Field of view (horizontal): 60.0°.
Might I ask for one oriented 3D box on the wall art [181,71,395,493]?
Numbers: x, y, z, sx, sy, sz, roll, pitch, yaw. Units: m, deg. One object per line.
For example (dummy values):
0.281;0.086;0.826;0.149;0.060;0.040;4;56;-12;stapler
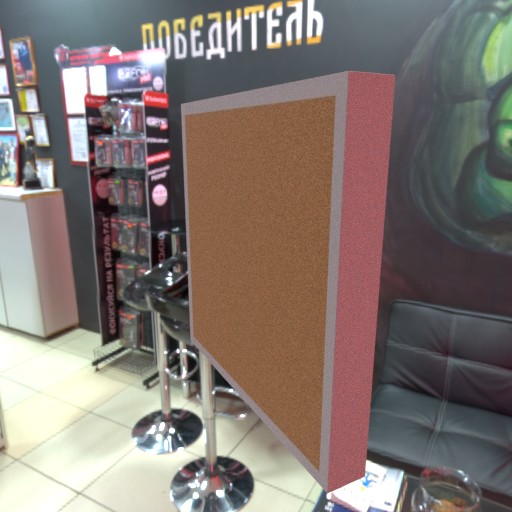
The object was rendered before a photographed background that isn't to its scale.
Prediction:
0.000;0.000;0.442;0.038;0.305;0.305;-8;17;-27;wall art
